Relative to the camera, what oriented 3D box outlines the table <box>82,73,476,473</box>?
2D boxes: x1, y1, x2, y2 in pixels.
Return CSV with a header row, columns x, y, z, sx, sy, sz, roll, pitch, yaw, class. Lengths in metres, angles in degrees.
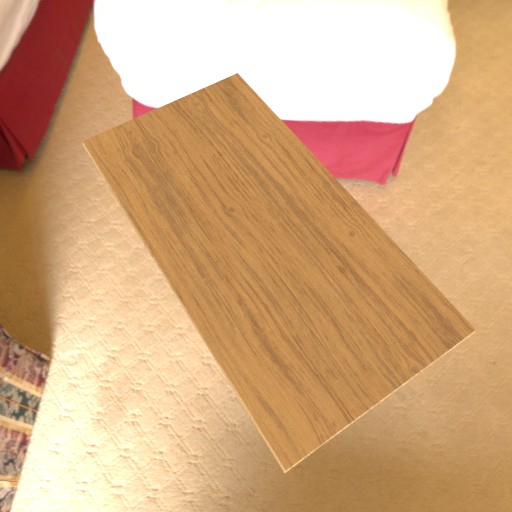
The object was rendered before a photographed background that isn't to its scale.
x,y,z,sx,sy,sz,roll,pitch,yaw,class
0.000,0.000,1.677,0.693,0.445,1.331,-30,66,-15,table
